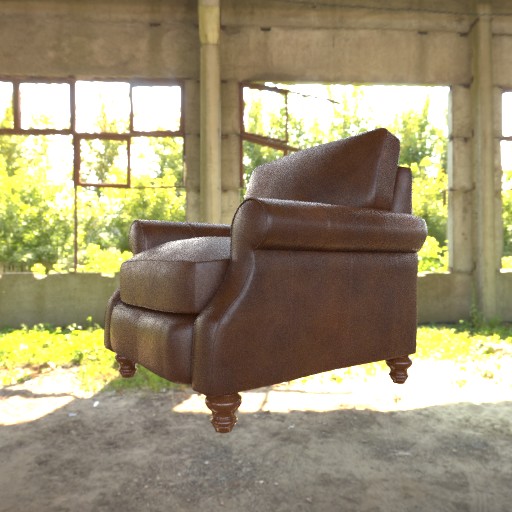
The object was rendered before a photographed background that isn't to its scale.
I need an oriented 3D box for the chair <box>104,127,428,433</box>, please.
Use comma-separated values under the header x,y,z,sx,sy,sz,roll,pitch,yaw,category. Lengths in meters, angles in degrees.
x,y,z,sx,sy,sz,roll,pitch,yaw,category
0.000,0.000,1.737,0.992,0.972,0.989,1,-1,-37,chair
